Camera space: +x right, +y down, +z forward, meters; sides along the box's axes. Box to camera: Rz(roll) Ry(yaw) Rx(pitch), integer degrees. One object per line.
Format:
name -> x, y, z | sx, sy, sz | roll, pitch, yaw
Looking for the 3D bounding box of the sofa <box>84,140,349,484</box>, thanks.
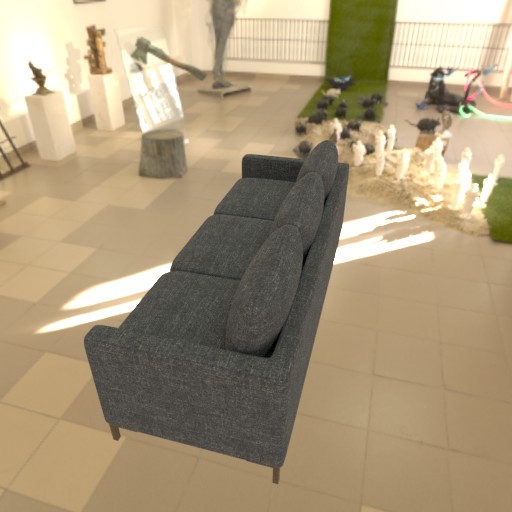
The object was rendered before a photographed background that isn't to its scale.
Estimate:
sofa -> 0.000, 0.000, 2.668 | 0.859, 0.874, 2.218 | 9, 33, 13
